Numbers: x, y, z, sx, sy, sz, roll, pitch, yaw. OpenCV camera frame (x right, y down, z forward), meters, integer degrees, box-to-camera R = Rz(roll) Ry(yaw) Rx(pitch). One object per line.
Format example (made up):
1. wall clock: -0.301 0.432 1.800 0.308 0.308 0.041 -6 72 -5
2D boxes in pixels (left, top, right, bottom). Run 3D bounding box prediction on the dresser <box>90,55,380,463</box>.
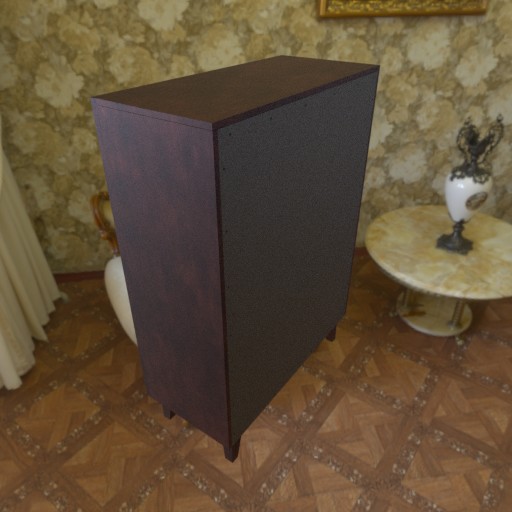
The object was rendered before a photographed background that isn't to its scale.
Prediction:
1. dresser: 0.000 0.000 2.003 0.506 1.514 1.072 21 38 30
